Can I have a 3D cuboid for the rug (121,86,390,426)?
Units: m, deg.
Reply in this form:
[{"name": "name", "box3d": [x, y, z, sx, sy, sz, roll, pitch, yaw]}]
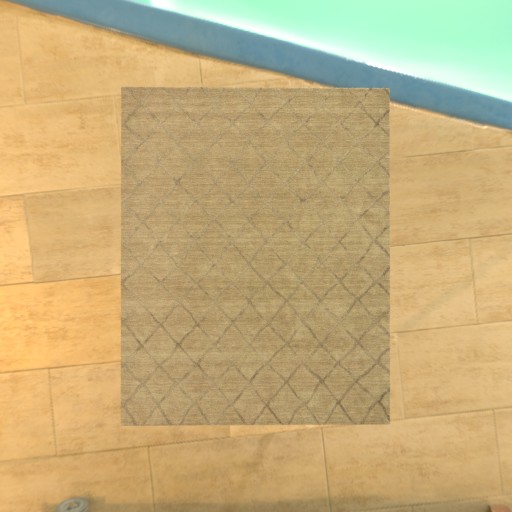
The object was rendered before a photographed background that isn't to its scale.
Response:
[{"name": "rug", "box3d": [0.000, 0.000, 3.990, 2.420, 0.019, 3.038, 0, 90, -1]}]
